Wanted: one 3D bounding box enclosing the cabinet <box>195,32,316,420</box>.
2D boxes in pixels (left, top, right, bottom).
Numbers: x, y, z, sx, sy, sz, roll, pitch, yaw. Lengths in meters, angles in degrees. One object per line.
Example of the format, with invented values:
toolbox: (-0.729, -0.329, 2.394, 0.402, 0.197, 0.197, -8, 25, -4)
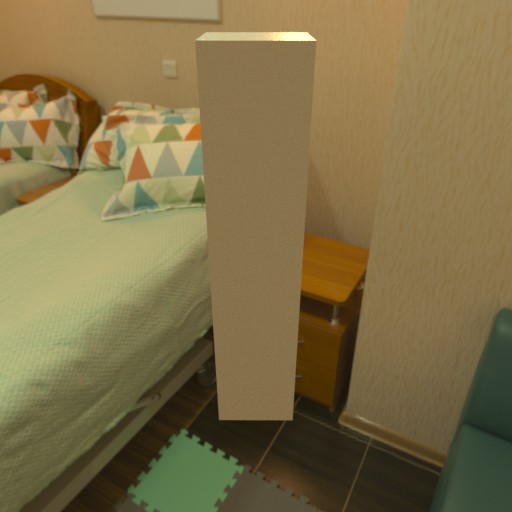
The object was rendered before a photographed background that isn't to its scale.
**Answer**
cabinet: (0.000, 0.000, 1.570, 0.300, 1.400, 0.269, 0, 31, 0)
